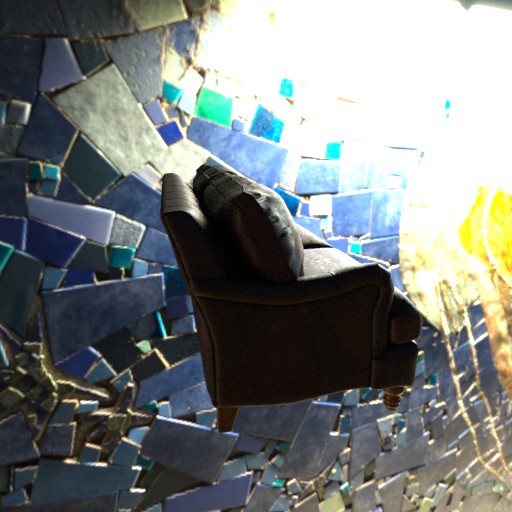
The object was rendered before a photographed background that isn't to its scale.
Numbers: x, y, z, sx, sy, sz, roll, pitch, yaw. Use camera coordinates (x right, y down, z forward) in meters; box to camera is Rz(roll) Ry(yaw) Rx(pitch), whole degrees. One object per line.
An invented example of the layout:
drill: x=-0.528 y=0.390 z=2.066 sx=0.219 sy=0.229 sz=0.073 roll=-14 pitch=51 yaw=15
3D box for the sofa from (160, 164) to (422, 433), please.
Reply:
sofa: x=0.000 y=0.000 z=2.849 sx=1.147 sy=1.071 sz=2.144 roll=-3 pitch=15 yaw=-11
